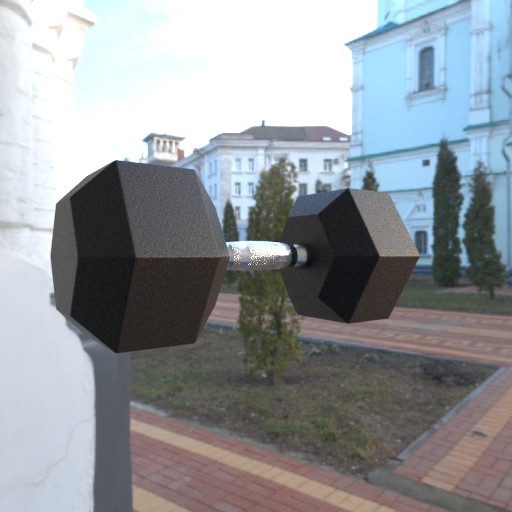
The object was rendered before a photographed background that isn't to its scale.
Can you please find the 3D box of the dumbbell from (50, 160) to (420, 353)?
[{"bbox_3d":[0.000,0.000,0.470,0.384,0.150,0.173,0,0,-35],"label":"dumbbell"}]
